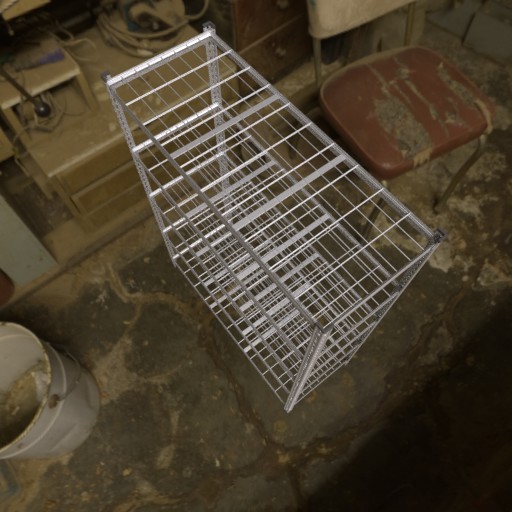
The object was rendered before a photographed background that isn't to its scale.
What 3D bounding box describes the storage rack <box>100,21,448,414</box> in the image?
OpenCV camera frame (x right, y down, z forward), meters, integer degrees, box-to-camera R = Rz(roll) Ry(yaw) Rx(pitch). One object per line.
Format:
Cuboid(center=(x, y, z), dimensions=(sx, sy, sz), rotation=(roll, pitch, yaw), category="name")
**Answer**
Cuboid(center=(0.000, 0.000, 2.694), dimensions=(0.610, 1.981, 1.524), rotation=(-35, 68, -16), category="storage rack")
